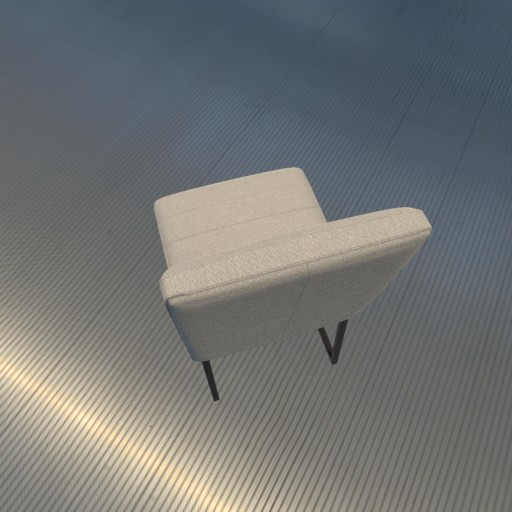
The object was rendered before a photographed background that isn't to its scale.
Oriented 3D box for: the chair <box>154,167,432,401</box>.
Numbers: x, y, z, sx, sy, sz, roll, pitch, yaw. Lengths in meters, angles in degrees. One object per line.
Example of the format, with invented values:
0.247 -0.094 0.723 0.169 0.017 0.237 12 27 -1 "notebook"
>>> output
0.000 0.000 1.311 0.520 0.930 0.634 -15 60 -9 "chair"
